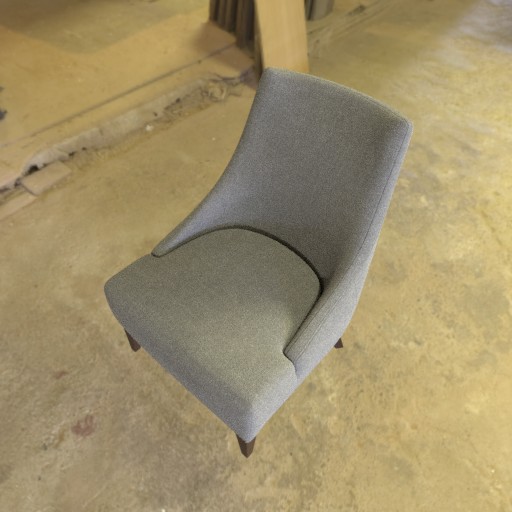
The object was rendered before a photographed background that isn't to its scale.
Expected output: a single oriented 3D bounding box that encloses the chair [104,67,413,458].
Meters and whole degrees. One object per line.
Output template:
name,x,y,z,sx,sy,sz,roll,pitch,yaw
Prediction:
chair,0.000,0.000,1.498,0.701,0.909,0.861,33,55,27
